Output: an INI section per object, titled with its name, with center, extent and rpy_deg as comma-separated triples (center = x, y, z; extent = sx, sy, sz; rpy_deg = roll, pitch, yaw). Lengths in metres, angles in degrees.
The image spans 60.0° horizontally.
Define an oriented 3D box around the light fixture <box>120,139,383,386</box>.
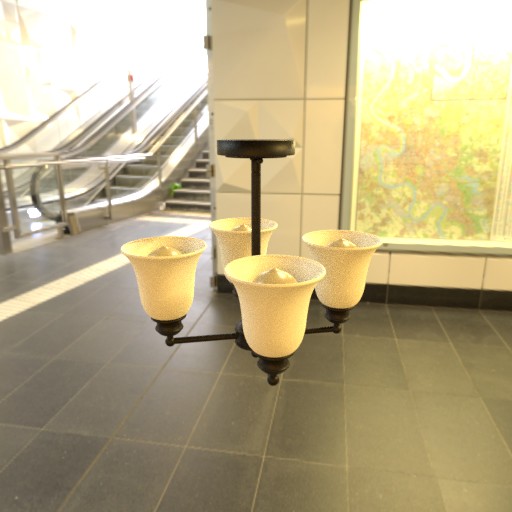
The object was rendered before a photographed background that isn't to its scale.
[light fixture]
center = 0.000, 0.000, 1.827
extent = 1.069, 0.925, 1.069
rpy_deg = -3, 16, -9
